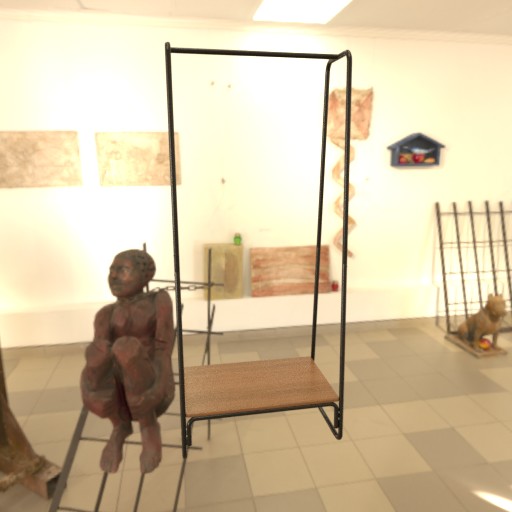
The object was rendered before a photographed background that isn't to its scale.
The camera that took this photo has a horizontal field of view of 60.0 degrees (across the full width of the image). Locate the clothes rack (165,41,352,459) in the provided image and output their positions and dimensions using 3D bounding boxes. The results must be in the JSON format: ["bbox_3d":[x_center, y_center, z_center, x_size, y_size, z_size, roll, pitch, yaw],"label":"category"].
[{"bbox_3d":[0.000,0.000,1.749,0.640,1.500,0.400,-2,13,-11],"label":"clothes rack"}]
